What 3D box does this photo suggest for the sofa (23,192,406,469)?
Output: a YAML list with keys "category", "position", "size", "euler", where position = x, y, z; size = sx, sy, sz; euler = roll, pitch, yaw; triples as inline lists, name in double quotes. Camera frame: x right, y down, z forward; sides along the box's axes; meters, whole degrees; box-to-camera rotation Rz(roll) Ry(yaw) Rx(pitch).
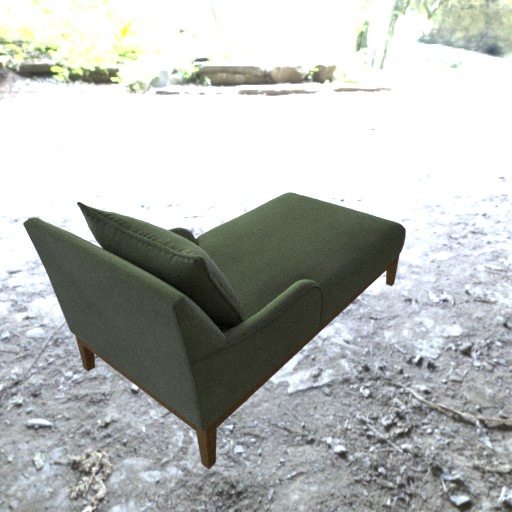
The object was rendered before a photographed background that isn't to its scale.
- category: "sofa"
  position: [0.000, 0.000, 2.253]
  size: [0.894, 0.859, 1.779]
  euler: [22, 37, 33]
